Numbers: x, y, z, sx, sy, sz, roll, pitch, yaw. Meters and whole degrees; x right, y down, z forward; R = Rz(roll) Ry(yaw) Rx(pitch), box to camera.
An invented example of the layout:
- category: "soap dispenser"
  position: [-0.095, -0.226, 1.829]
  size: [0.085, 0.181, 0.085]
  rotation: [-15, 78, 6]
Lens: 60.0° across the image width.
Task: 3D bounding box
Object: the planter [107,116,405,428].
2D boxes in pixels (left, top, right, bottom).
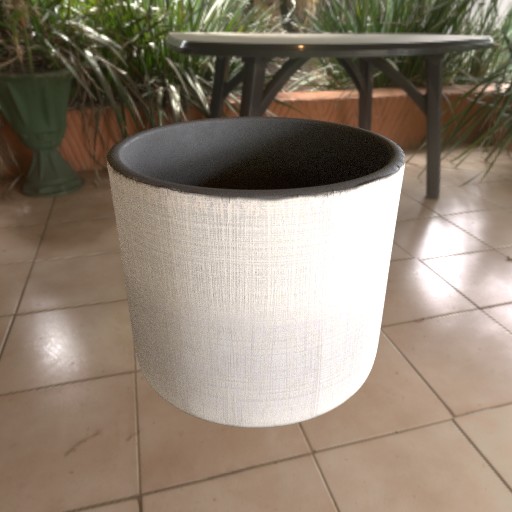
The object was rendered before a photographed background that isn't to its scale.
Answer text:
- category: "planter"
  position: [0.000, 0.000, 0.436]
  size: [0.254, 0.221, 0.254]
  rotation: [0, 28, 0]
